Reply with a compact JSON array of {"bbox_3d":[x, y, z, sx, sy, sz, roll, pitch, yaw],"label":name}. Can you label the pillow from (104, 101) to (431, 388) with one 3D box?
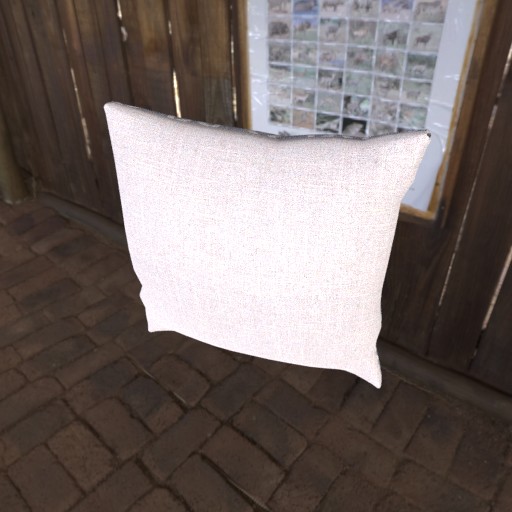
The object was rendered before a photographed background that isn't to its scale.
[{"bbox_3d":[0.000,0.000,0.790,0.508,0.498,0.215,10,34,15],"label":"pillow"}]
